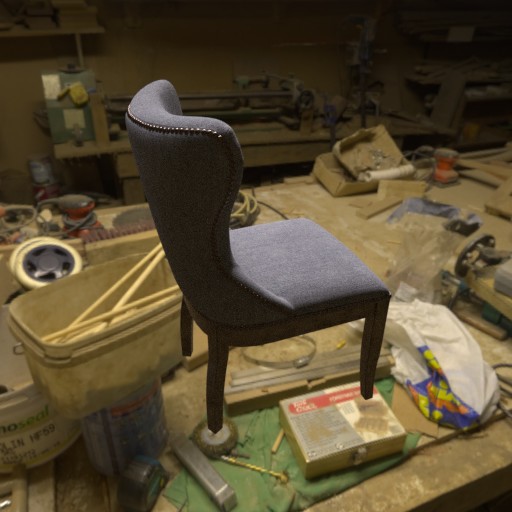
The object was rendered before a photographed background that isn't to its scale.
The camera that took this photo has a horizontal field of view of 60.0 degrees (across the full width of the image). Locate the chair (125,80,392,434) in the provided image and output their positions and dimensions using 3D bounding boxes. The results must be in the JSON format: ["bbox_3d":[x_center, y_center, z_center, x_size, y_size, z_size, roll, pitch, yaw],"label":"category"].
[{"bbox_3d":[0.000,0.000,1.416,0.681,1.002,0.654,-11,32,-18],"label":"chair"}]
